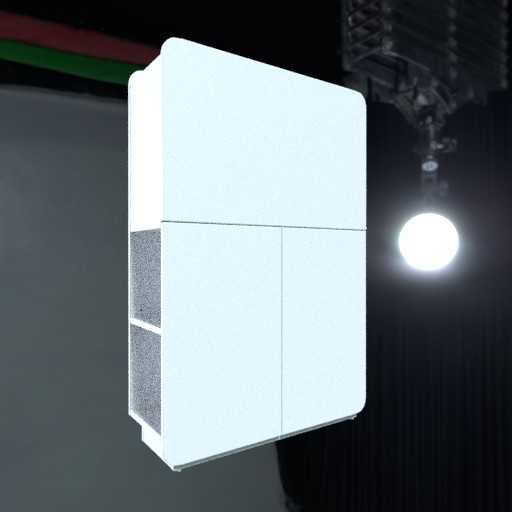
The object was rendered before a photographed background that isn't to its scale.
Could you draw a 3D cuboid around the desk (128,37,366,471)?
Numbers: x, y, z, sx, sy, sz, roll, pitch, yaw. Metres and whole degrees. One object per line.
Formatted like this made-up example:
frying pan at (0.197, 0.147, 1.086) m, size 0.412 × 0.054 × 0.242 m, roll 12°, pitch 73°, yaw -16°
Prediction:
desk at (0.000, 0.000, 1.520) m, size 0.795 × 1.190 × 0.278 m, roll 0°, pitch 0°, yaw -35°
